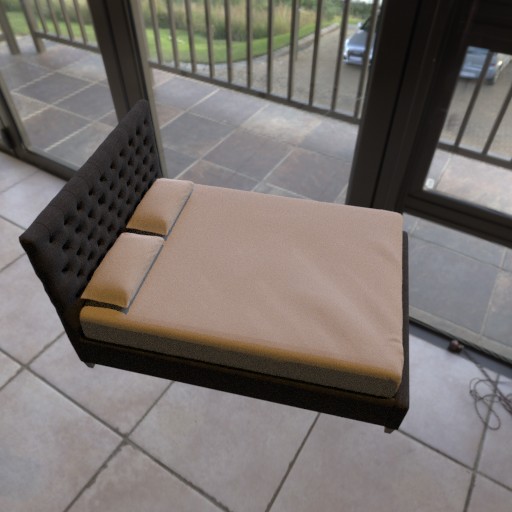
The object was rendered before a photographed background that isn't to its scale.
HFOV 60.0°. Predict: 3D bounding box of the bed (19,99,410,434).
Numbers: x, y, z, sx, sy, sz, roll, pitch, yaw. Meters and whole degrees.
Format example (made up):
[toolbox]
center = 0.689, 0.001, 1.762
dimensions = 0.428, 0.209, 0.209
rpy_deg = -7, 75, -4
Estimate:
[bed]
center = 0.000, 0.000, 3.340
dimensions = 2.387, 1.427, 1.698
rpy_deg = 10, 47, 9
